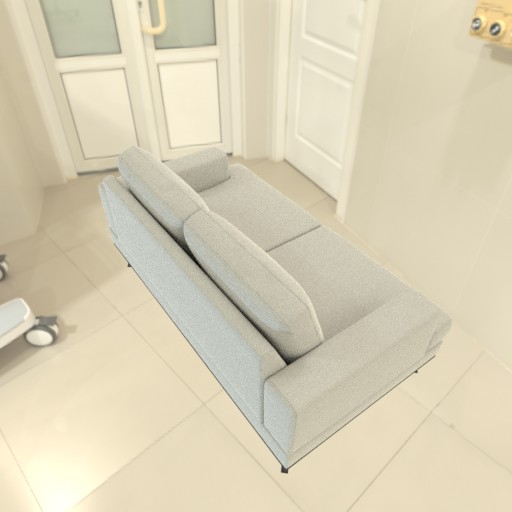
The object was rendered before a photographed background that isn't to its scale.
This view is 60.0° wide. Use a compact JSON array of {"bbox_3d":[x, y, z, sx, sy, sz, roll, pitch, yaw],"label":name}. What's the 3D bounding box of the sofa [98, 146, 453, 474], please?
[{"bbox_3d":[0.000,0.000,2.166,0.920,0.810,1.650,-25,47,-26],"label":"sofa"}]
